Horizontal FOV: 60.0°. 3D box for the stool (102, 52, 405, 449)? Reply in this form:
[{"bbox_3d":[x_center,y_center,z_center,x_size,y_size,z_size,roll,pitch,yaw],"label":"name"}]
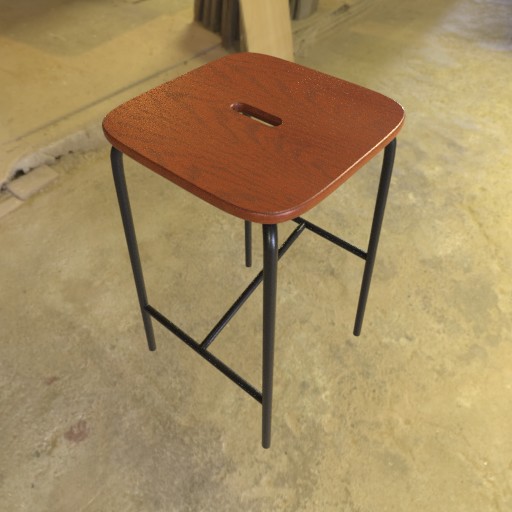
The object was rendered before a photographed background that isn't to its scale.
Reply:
[{"bbox_3d":[0.000,0.000,0.874,0.376,0.610,0.376,32,54,26],"label":"stool"}]
